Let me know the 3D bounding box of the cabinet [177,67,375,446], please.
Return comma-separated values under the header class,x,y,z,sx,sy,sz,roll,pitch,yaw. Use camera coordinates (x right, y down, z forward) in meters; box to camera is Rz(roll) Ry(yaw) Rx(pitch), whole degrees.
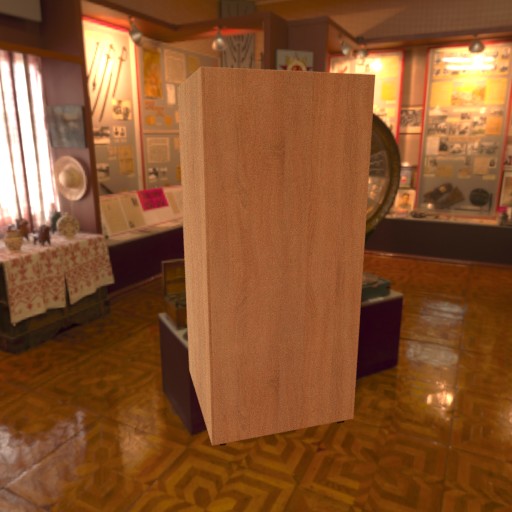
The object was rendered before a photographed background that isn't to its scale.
class,x,y,z,sx,sy,sz,roll,pitch,yaw
cabinet,0.000,0.000,2.847,1.327,2.120,1.094,8,17,28
